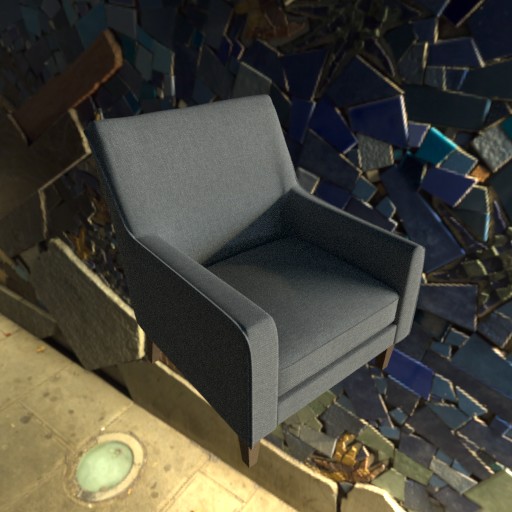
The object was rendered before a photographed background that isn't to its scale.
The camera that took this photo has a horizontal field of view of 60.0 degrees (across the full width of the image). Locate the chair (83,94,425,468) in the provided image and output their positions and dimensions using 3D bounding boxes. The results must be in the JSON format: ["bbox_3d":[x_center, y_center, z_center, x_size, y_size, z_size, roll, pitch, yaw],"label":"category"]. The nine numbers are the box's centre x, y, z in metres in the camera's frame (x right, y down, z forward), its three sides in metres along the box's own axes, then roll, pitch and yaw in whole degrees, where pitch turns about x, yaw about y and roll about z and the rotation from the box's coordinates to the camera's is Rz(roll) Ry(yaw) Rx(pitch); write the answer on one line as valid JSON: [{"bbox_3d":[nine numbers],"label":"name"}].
[{"bbox_3d":[0.000,0.000,1.599,0.780,0.919,0.899,-22,37,-33],"label":"chair"}]
